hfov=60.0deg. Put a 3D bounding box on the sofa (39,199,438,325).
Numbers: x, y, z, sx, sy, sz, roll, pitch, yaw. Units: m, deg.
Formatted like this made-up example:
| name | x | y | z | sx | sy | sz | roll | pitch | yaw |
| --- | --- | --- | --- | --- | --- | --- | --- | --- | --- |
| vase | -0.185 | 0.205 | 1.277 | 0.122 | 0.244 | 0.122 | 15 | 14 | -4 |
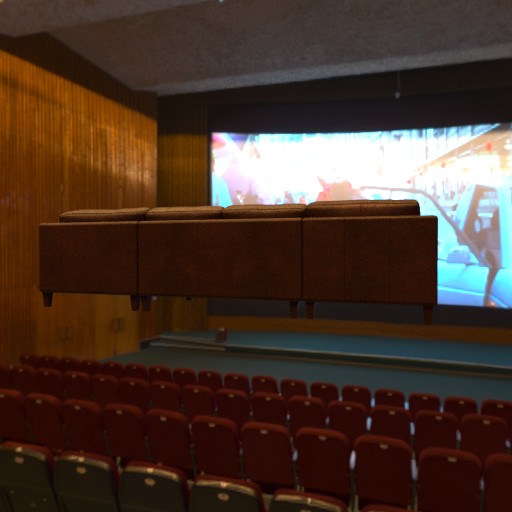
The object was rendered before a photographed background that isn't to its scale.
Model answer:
| name | x | y | z | sx | sy | sz | roll | pitch | yaw |
| --- | --- | --- | --- | --- | --- | --- | --- | --- | --- |
| sofa | 0.000 | 0.000 | 4.635 | 3.324 | 0.891 | 2.452 | 0 | 1 | 17 |
